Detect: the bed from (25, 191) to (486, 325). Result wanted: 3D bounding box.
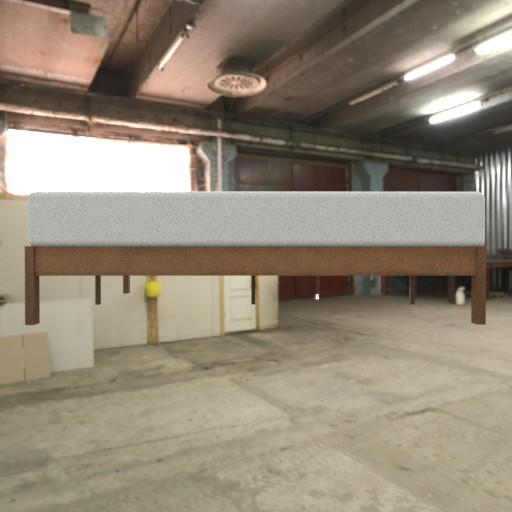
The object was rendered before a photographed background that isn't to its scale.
[{"bbox_3d":[0.000,0.000,2.716,2.050,0.593,1.529,0,1,0],"label":"bed"}]
